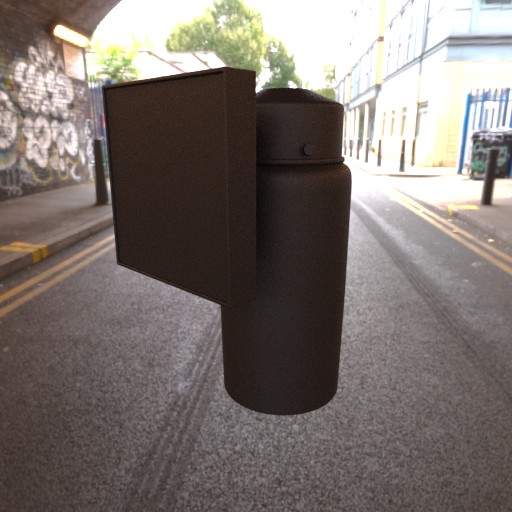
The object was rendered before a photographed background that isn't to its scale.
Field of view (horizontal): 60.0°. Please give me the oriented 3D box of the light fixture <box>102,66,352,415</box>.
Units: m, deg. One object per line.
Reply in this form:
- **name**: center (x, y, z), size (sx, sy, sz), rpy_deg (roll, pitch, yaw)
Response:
- **light fixture**: center (0.000, 0.000, 0.359), size (0.130, 0.257, 0.176), rpy_deg (15, 21, 43)
